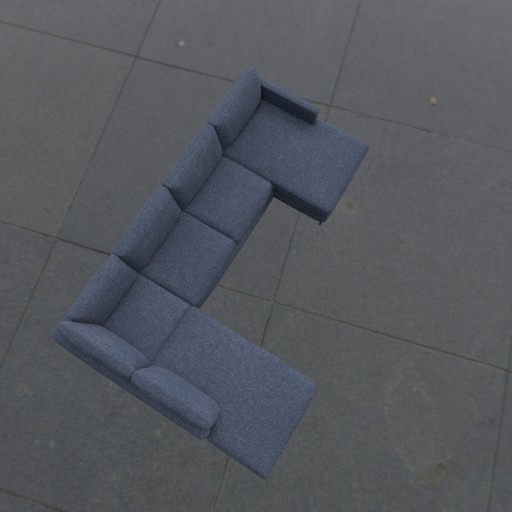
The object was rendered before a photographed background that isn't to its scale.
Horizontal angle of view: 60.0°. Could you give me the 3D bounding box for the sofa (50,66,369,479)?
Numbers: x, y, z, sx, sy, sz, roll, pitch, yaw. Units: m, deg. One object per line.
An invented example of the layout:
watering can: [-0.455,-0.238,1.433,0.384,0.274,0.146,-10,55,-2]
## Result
sofa: [0.000,0.000,3.830,2.007,0.813,2.956,31,76,8]
